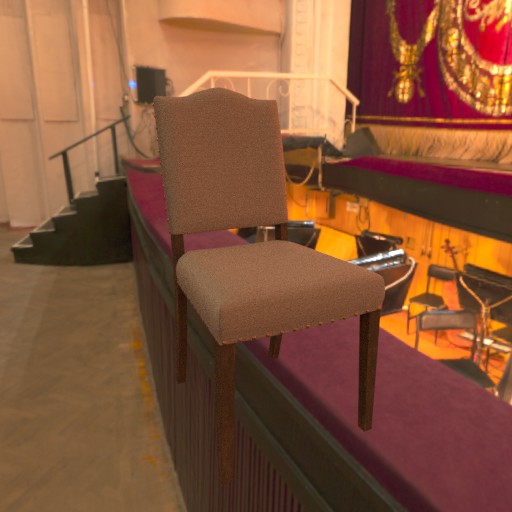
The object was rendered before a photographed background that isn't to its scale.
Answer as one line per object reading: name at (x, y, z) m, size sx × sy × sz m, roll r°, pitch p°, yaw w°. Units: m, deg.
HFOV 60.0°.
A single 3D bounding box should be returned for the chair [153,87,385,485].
chair at (0.000, 0.000, 1.372) m, size 0.508 × 1.020 × 0.620 m, roll -8°, pitch 18°, yaw -26°
